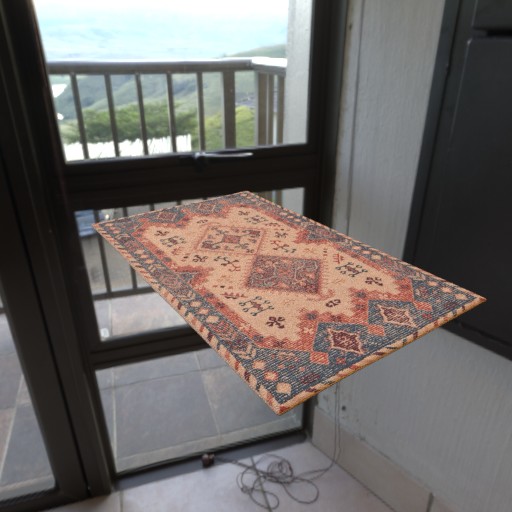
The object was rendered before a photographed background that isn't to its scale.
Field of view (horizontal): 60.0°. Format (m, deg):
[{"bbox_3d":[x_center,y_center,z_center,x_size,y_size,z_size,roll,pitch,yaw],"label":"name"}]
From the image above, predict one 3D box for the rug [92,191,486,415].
[{"bbox_3d":[0.000,0.000,3.059,1.521,0.023,2.464,-17,31,-31],"label":"rug"}]
